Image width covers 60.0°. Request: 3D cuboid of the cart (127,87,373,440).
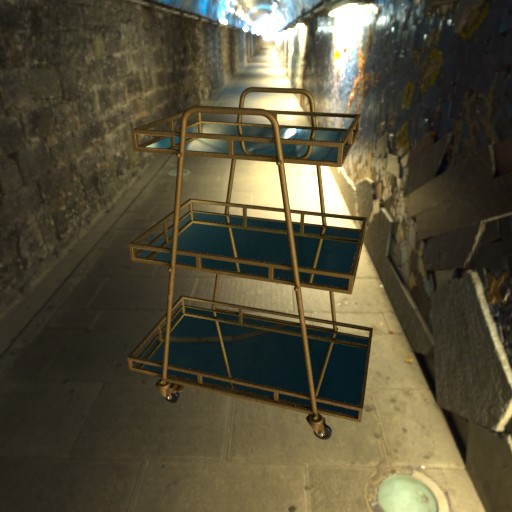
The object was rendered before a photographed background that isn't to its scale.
[{"bbox_3d":[0.000,0.000,1.291,0.711,0.883,0.441,8,28,15],"label":"cart"}]
